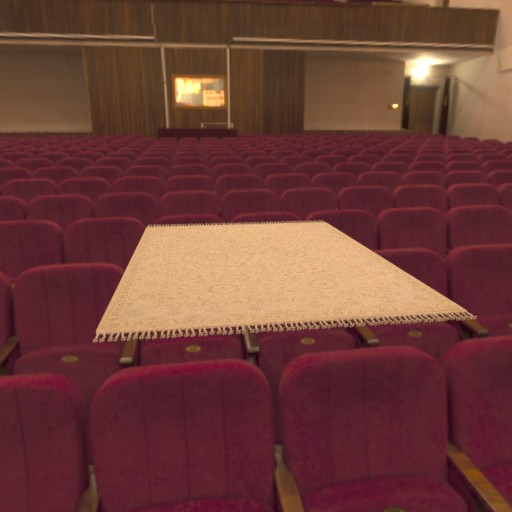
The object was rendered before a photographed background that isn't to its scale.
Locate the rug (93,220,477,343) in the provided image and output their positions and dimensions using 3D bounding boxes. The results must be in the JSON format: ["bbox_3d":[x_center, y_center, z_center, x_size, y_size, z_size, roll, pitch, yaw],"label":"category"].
[{"bbox_3d":[0.000,0.000,2.223,1.223,0.015,1.771,-2,15,-8],"label":"rug"}]
